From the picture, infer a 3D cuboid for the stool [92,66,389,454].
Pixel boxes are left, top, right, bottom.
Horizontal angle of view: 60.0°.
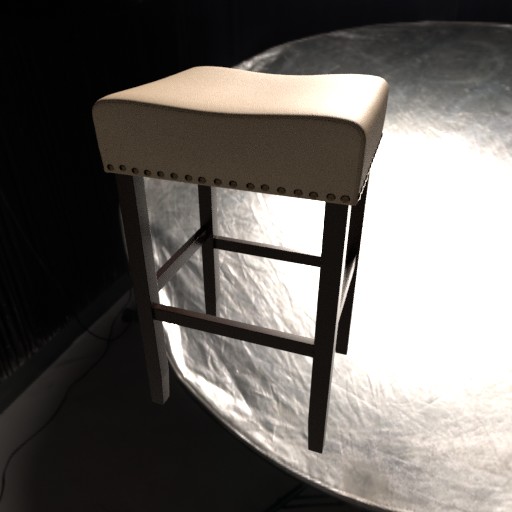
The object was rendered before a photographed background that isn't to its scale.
[{"bbox_3d":[0.000,0.000,1.037,0.471,0.762,0.401,10,33,16],"label":"stool"}]
